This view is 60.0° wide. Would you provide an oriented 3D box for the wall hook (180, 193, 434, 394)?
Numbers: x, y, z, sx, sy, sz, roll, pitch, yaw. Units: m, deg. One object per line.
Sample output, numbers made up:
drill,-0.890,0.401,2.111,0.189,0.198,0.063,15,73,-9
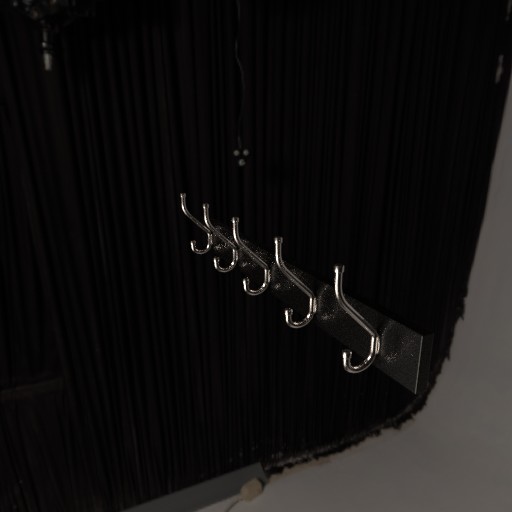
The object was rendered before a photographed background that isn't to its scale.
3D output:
wall hook,0.000,0.000,0.624,0.071,0.117,0.571,-8,19,-25
